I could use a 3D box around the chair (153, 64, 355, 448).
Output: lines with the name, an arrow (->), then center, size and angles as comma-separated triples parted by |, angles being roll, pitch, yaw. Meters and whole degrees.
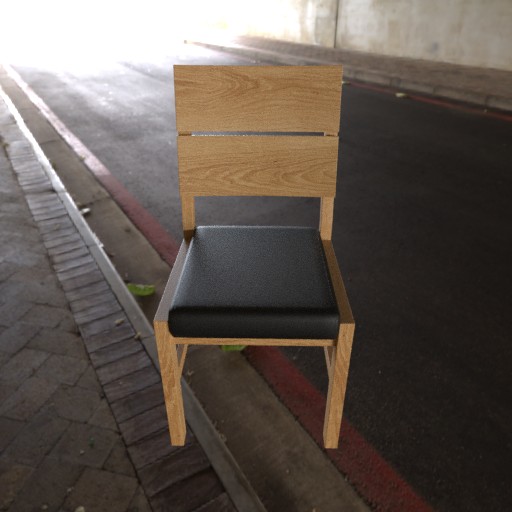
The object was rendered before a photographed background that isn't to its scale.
chair -> 0.000, 0.000, 1.268 | 0.475, 0.950, 0.569 | 1, 30, 1
